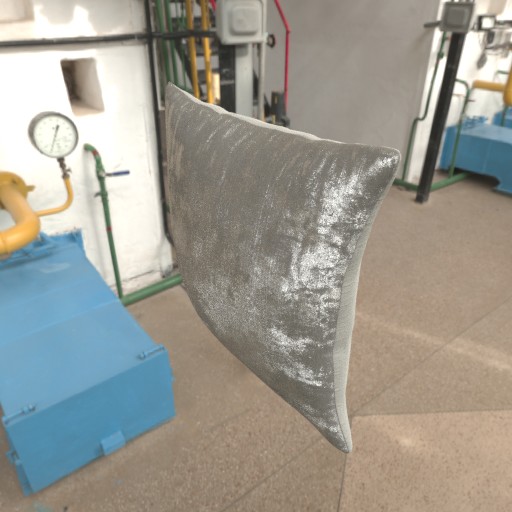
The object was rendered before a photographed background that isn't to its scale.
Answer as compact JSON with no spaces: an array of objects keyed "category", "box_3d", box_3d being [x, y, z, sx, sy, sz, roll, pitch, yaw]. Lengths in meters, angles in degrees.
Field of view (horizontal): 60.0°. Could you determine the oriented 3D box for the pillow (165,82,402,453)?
[{"category":"pillow","box_3d":[0.000,0.000,0.702,0.175,0.464,0.470,-21,36,-31]}]
